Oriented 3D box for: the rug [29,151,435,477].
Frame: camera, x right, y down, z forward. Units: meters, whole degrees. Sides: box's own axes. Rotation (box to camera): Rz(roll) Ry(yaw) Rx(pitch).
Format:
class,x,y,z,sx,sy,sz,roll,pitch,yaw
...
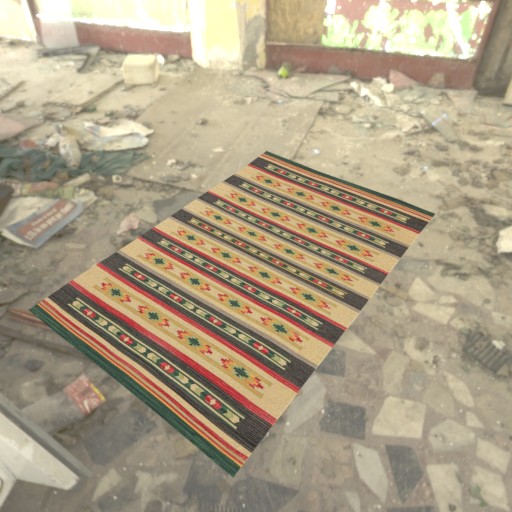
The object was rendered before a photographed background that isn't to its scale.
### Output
class,x,y,z,sx,sy,sz,roll,pitch,yaw
rug,0.000,0.000,2.878,1.522,0.010,2.311,27,49,27
